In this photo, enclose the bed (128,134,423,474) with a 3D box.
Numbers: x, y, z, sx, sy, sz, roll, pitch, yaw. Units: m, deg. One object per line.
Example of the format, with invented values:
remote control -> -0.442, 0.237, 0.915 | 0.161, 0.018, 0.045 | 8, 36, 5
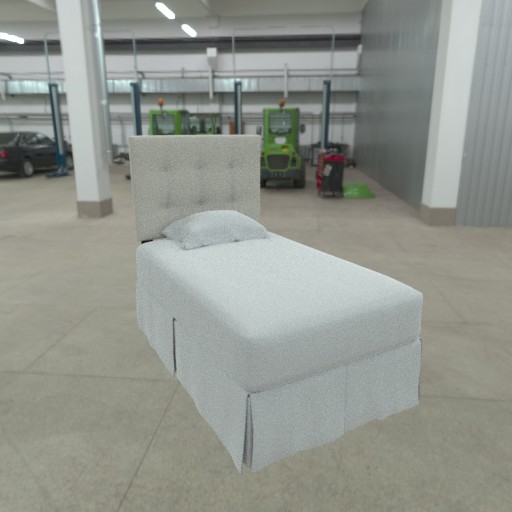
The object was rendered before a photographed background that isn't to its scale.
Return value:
bed -> 0.000, 0.000, 3.028 | 1.261, 1.571, 1.997 | -9, 18, -28
